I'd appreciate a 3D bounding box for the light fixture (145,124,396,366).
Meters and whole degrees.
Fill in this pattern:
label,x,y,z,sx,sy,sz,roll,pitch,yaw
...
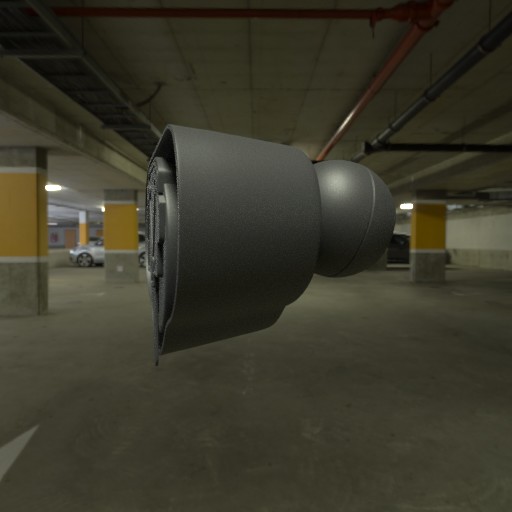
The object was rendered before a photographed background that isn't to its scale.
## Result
label,x,y,z,sx,sy,sz,roll,pitch,yaw
light fixture,0.000,0.000,0.346,0.159,0.159,0.229,-1,2,-18
